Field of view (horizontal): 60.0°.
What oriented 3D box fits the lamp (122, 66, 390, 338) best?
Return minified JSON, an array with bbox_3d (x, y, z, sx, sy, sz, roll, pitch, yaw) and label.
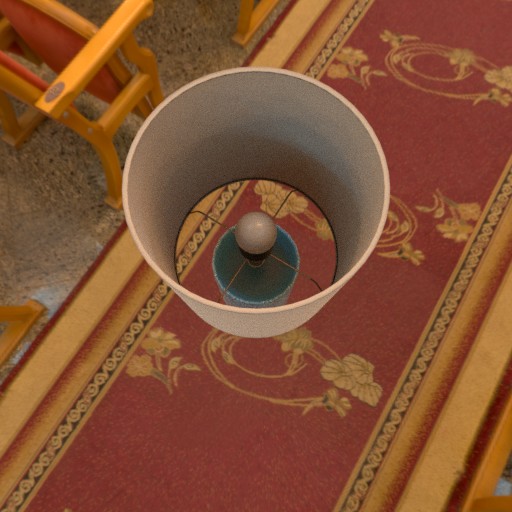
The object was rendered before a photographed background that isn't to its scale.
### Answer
[{"bbox_3d":[0.000,0.000,0.749,0.278,0.597,0.278,31,77,8],"label":"lamp"}]
